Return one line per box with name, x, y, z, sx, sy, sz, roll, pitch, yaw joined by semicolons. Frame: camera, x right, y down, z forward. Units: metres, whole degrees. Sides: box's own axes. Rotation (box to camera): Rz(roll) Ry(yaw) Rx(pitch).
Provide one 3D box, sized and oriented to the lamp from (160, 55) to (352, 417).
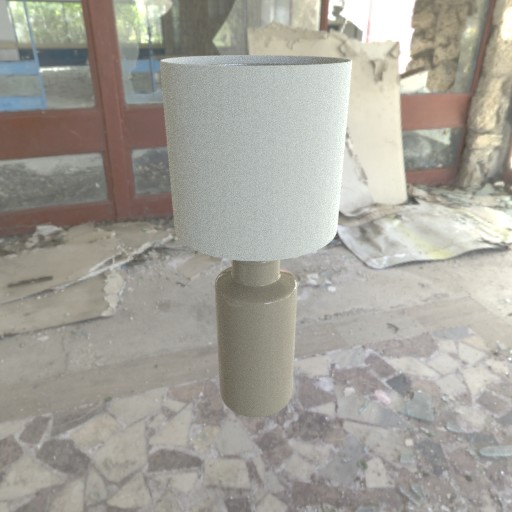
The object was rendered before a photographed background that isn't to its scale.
lamp;0.000;0.000;0.607;0.212;0.493;0.212;8;28;15
